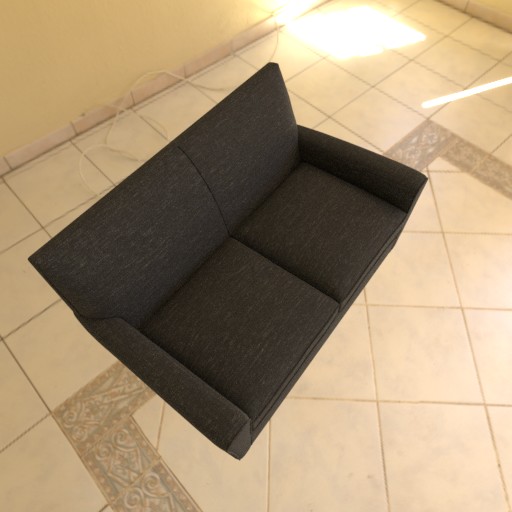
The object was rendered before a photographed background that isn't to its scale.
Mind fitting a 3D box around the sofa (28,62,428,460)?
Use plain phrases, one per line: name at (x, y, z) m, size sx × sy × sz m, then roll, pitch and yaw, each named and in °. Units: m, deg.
sofa at (0.000, 0.000, 1.943) m, size 0.875 × 0.846 × 1.420 m, roll 33°, pitch 63°, yaw 19°
